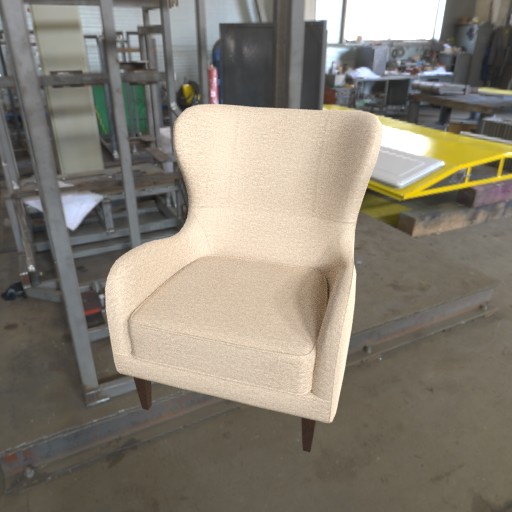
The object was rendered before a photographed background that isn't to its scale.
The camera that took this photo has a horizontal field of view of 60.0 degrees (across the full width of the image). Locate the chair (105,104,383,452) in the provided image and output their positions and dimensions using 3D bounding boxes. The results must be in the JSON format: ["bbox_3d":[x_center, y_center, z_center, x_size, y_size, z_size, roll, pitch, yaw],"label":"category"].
[{"bbox_3d":[0.000,0.000,1.810,0.861,1.064,0.984,8,28,16],"label":"chair"}]
